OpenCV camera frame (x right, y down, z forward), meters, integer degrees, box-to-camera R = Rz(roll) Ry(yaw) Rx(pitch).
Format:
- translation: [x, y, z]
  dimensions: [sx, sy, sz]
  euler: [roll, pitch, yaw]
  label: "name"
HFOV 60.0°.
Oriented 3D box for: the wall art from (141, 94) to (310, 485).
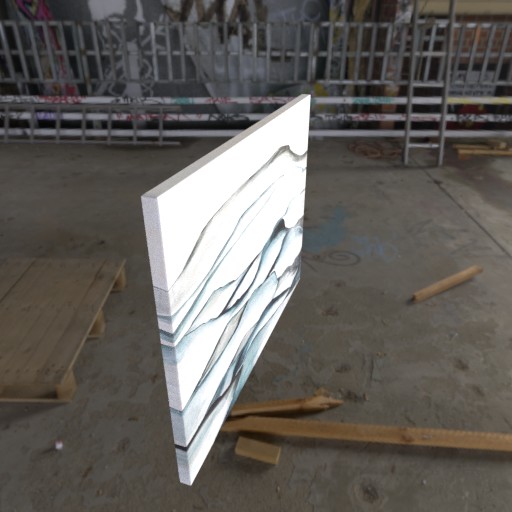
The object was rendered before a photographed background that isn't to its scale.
- translation: [0.000, 0.000, 1.591]
  dimensions: [0.039, 0.915, 1.219]
  euler: [10, 31, 18]
  label: "wall art"
